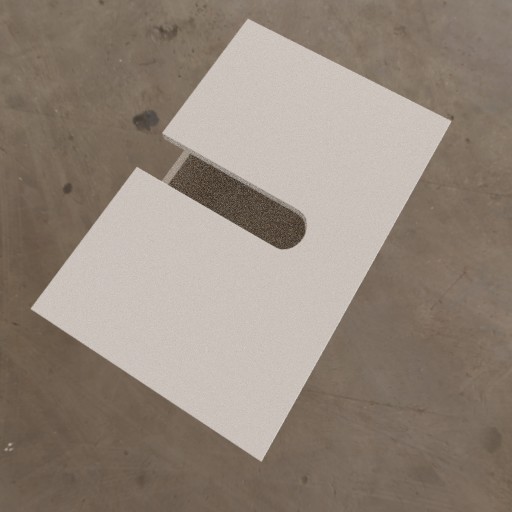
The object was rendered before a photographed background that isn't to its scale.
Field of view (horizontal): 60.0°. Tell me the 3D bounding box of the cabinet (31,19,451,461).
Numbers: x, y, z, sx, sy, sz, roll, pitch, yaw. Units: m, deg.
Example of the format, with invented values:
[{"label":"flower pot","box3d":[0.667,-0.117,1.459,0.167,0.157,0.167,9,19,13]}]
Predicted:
[{"label":"cabinet","box3d":[0.000,0.000,0.933,0.400,0.522,0.600,30,77,8]}]
